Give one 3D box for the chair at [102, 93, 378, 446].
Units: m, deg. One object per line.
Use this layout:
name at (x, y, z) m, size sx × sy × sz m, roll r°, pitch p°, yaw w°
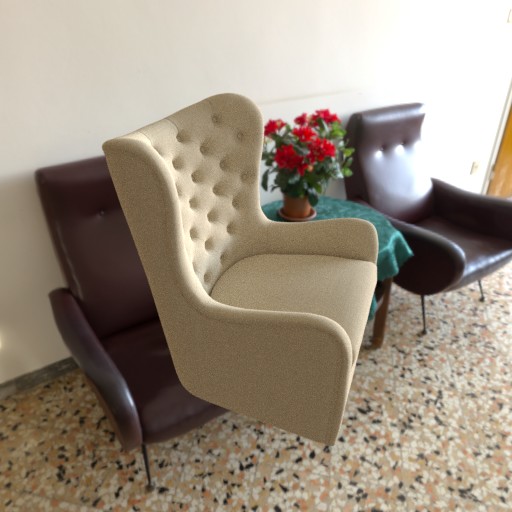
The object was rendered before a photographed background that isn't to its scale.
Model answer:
chair at (0.000, 0.000, 1.767) m, size 0.929 × 1.079 × 0.831 m, roll 11°, pitch 32°, yaw 17°
